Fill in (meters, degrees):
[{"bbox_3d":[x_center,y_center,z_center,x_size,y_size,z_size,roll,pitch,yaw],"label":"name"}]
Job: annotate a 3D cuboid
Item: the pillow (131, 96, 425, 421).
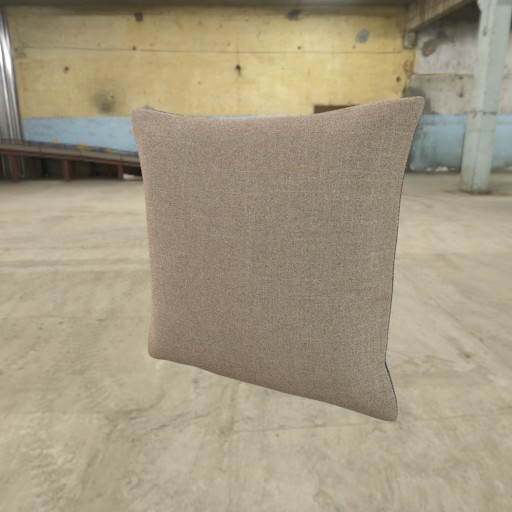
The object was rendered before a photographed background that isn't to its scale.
[{"bbox_3d":[0.000,0.000,0.652,0.435,0.428,0.148,8,17,25],"label":"pillow"}]
